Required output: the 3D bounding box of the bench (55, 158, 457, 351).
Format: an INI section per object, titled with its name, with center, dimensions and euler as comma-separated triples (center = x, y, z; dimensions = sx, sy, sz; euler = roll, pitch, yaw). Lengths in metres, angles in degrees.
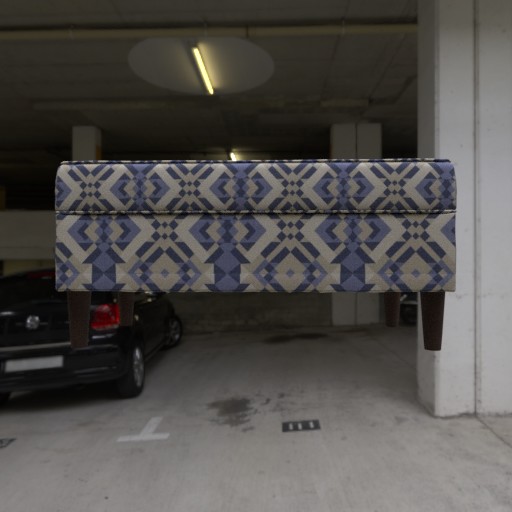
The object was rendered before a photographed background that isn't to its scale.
[bench]
center = 0.000, 0.000, 1.332
dimensions = 1.016, 0.477, 0.492
euler = 0, 0, 2
